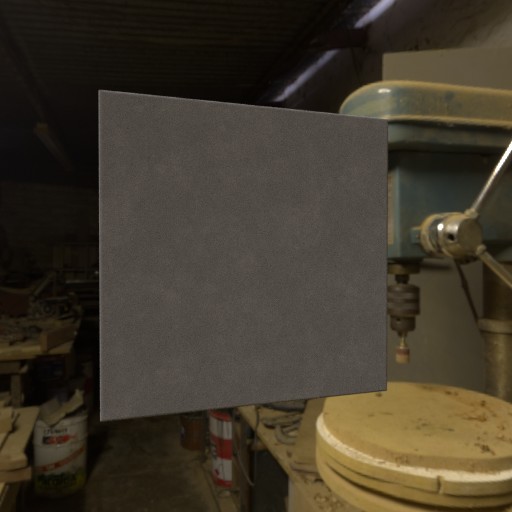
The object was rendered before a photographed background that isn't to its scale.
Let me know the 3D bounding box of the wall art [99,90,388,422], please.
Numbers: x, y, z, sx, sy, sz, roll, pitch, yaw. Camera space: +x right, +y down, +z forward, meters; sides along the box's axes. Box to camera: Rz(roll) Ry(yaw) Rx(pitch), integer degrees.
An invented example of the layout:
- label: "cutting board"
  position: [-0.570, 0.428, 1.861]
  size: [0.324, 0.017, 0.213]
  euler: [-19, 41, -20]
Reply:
- label: "wall art"
  position: [0.000, 0.000, 0.456]
  size: [0.303, 0.303, 0.015]
  euler: [0, 1, -17]
